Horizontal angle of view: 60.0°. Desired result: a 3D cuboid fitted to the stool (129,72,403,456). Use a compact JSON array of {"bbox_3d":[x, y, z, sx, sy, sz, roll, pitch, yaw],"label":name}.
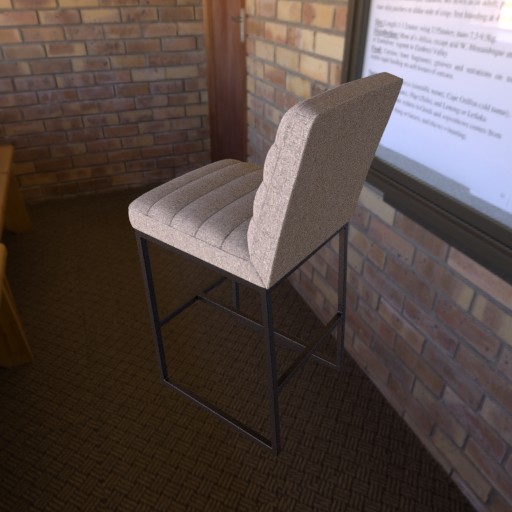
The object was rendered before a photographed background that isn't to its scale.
[{"bbox_3d":[0.000,0.000,1.328,0.571,1.034,0.459,21,38,30],"label":"stool"}]
